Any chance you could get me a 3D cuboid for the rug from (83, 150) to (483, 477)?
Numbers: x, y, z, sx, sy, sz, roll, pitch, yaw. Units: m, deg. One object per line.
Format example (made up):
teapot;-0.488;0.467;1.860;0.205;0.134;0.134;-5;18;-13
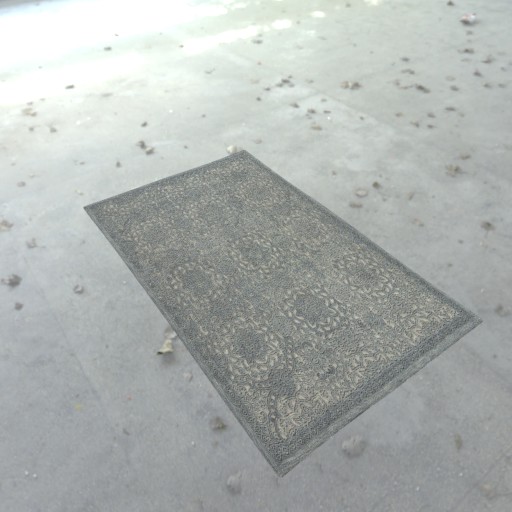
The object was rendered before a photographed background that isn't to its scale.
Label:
rug;0.000;0.000;3.041;1.535;0.022;2.498;-26;49;-25
